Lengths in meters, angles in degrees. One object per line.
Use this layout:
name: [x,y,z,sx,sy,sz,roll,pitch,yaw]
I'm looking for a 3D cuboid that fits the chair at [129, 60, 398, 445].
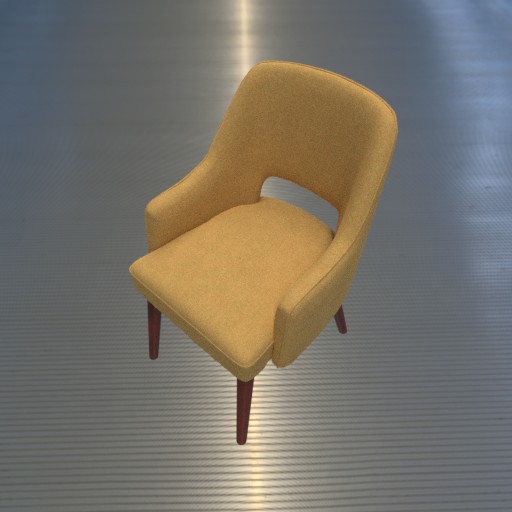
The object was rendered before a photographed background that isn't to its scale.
chair: [0.000,0.000,1.248,0.548,0.849,0.605,34,55,28]
